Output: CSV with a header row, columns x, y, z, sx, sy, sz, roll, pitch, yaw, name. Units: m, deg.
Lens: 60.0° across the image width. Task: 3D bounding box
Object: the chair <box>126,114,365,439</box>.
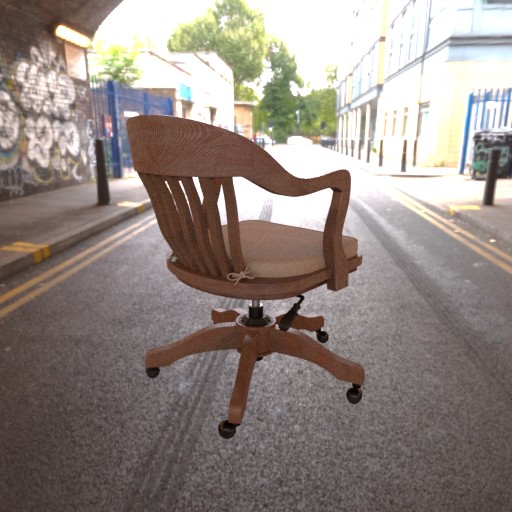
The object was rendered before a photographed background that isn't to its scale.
x,y,z,sx,sy,sz,roll,pitch,yaw,name
0.000,0.000,1.480,0.750,0.878,0.788,15,21,43,chair
